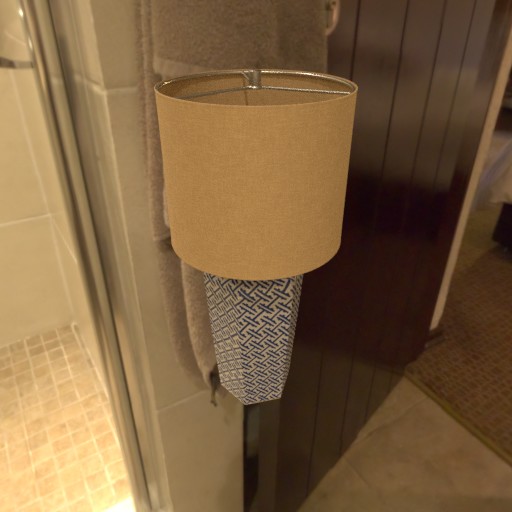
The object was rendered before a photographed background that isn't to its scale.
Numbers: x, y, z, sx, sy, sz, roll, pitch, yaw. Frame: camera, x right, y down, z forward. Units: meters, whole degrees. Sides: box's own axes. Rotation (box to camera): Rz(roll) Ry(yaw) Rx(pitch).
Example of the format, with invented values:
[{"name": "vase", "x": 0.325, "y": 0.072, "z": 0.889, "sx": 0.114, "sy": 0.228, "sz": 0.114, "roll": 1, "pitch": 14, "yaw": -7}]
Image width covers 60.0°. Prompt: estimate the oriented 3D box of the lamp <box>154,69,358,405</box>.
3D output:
[{"name": "lamp", "x": 0.000, "y": 0.000, "z": 0.874, "sx": 0.320, "sy": 0.682, "sz": 0.320, "roll": 11, "pitch": 33, "yaw": 18}]
